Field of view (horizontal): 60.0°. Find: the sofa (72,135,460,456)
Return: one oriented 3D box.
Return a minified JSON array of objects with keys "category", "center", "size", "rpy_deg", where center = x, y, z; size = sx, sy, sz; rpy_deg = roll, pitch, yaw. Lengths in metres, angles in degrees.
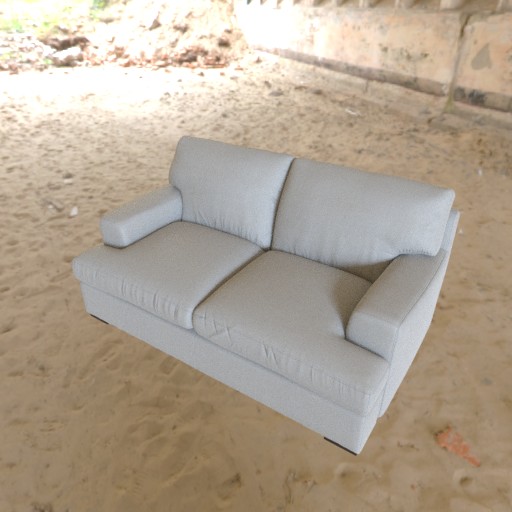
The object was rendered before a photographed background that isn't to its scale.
[{"category":"sofa","center":[0.000,0.000,2.478],"size":[1.880,0.940,1.143],"rpy_deg":[19,35,29]}]
